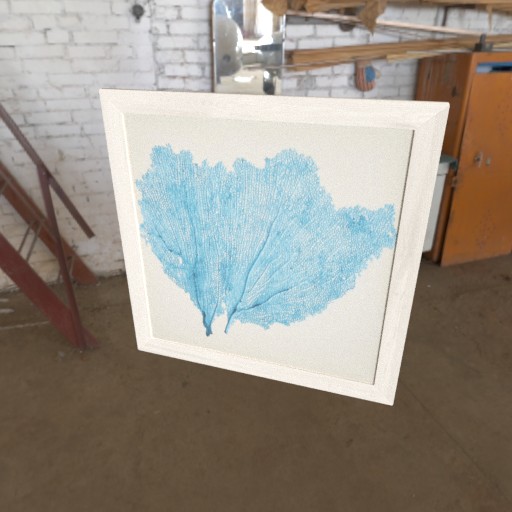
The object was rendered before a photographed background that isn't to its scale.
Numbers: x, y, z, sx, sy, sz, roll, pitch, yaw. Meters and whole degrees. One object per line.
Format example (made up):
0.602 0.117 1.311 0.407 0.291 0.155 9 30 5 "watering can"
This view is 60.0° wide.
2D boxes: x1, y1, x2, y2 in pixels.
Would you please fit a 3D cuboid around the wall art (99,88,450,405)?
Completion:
0.000 0.000 0.848 0.584 0.584 0.013 8 28 16 "wall art"
